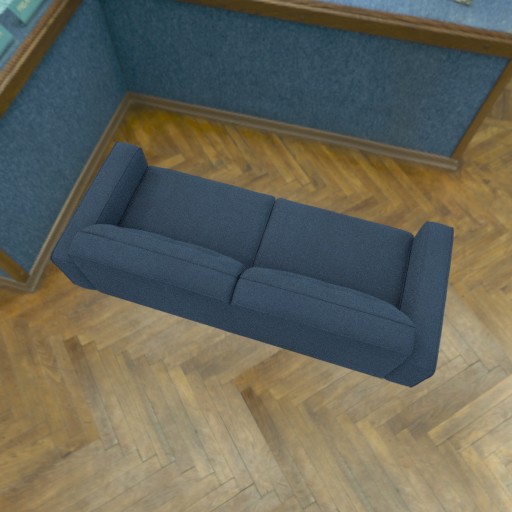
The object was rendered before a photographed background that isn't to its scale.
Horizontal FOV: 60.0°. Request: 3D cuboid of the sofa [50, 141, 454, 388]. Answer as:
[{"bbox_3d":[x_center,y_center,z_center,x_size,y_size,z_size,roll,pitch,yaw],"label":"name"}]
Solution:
[{"bbox_3d":[0.000,0.000,2.785,2.270,0.782,0.953,16,65,8],"label":"sofa"}]
